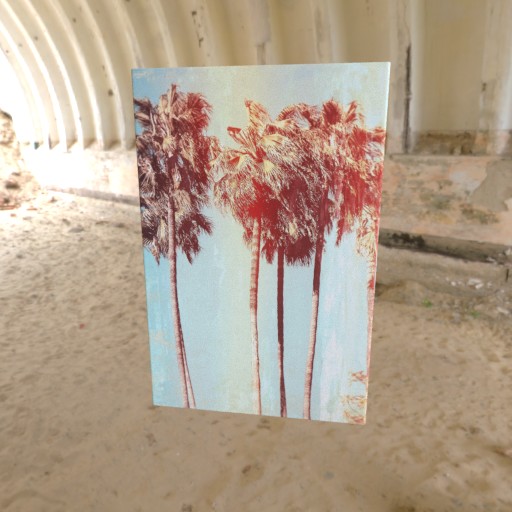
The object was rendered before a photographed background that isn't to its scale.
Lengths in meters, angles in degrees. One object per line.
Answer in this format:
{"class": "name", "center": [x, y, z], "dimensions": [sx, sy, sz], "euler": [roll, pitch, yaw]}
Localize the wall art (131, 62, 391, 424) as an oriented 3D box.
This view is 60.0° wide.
{"class": "wall art", "center": [0.000, 0.000, 1.148], "dimensions": [0.605, 0.915, 0.037], "euler": [2, 15, 9]}
